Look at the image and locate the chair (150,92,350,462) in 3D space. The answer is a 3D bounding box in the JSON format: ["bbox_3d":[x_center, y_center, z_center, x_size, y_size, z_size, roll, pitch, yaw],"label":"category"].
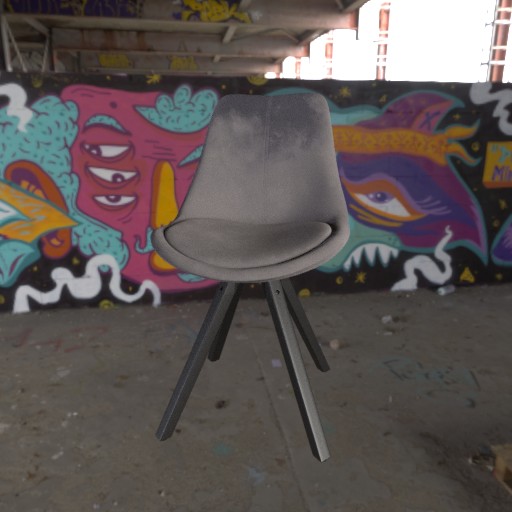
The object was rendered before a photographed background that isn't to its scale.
[{"bbox_3d":[0.000,0.000,1.163,0.476,0.850,0.550,3,15,10],"label":"chair"}]
